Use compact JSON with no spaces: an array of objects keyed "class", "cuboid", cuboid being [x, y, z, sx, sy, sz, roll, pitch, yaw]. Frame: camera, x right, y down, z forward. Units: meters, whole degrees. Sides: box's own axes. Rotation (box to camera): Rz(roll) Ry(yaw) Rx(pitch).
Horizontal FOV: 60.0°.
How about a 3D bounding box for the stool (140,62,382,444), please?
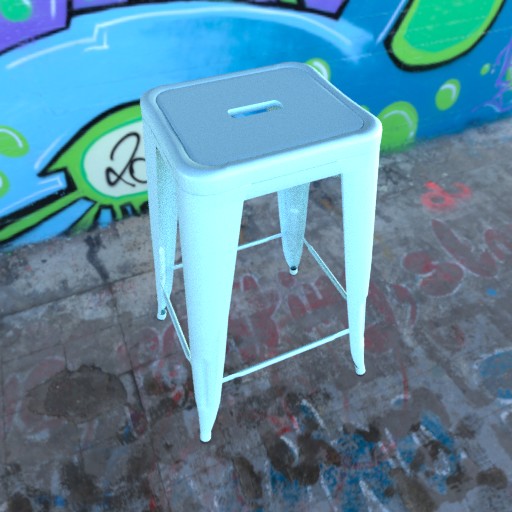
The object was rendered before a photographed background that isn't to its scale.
[{"class":"stool","cuboid":[0.000,0.000,0.849,0.399,0.609,0.359,-18,49,-17]}]
